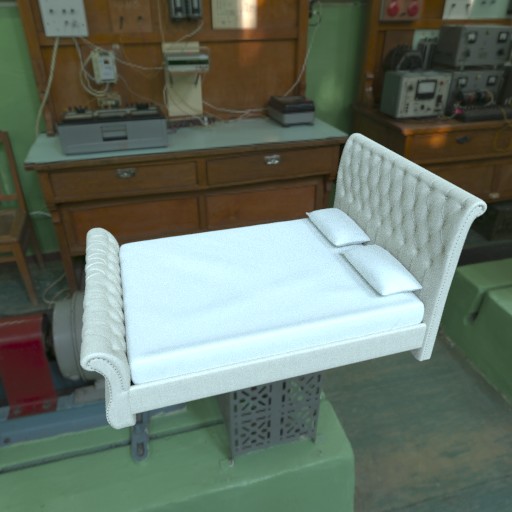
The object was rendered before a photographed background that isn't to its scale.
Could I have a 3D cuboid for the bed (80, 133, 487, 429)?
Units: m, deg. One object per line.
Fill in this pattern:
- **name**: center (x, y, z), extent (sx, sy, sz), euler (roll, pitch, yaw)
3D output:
- **bed**: center (0.000, 0.000, 3.368), extent (2.493, 1.268, 1.606), euler (-9, 32, -14)
